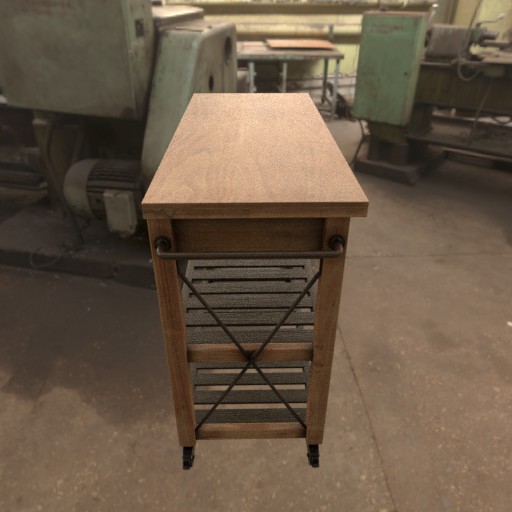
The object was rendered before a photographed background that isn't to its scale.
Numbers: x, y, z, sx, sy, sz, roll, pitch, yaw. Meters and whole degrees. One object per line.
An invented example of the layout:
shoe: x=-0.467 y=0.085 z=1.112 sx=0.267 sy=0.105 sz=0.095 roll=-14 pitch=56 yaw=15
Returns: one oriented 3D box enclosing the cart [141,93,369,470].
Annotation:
cart: x=0.000 y=0.000 z=0.973 sx=0.298 sy=0.554 sz=0.686 roll=-1 pitch=32 yaw=-1
